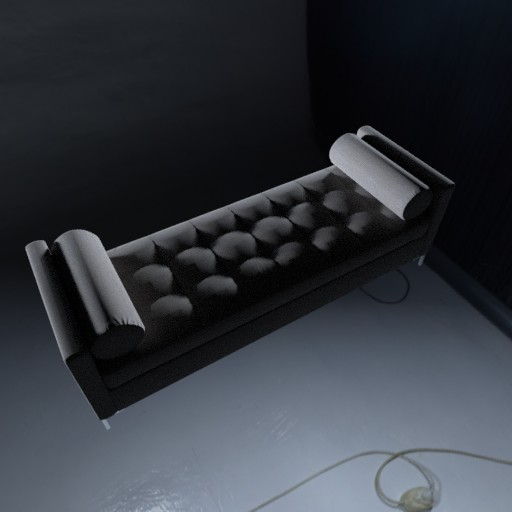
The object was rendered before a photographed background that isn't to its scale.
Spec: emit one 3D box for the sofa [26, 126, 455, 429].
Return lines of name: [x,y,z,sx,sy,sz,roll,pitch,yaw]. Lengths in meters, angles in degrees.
sofa: [0.000,0.000,2.320,1.981,0.635,0.686,-24,51,-21]
